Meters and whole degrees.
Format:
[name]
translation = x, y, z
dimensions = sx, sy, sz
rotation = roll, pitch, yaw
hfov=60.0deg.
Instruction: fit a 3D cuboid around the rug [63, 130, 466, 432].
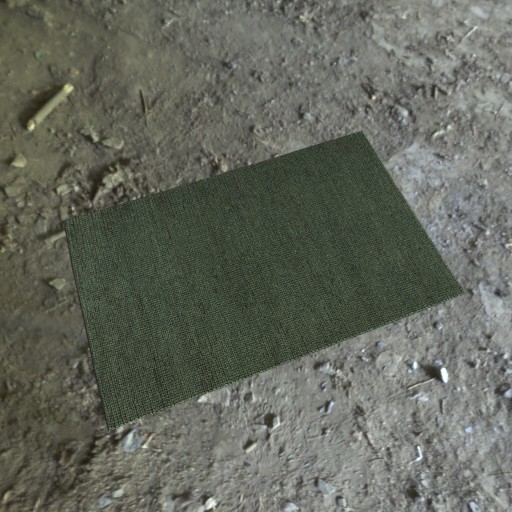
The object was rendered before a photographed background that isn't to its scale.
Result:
[rug]
translation = 0.000, 0.000, 3.099
dimensions = 2.443, 0.021, 1.538
rotation = -19, 65, -9
